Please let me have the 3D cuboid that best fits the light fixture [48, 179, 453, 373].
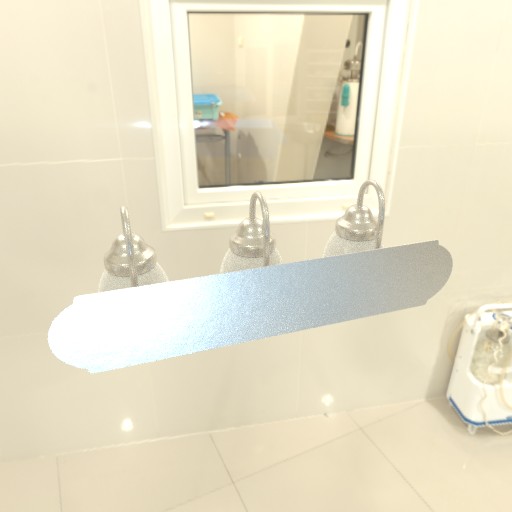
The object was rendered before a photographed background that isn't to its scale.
[{"bbox_3d":[0.000,0.000,0.710,0.610,0.222,0.199,-8,27,-17],"label":"light fixture"}]
